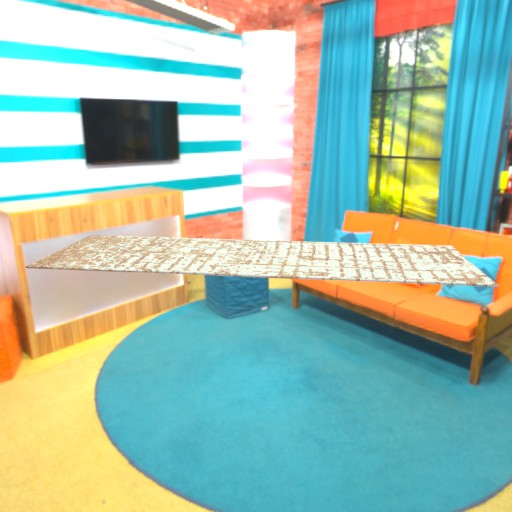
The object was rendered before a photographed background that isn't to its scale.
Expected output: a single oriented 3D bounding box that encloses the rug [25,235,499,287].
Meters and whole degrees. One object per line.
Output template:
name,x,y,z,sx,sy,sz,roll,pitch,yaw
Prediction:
rug,0.000,0.000,2.619,2.435,0.011,0.750,2,16,7
